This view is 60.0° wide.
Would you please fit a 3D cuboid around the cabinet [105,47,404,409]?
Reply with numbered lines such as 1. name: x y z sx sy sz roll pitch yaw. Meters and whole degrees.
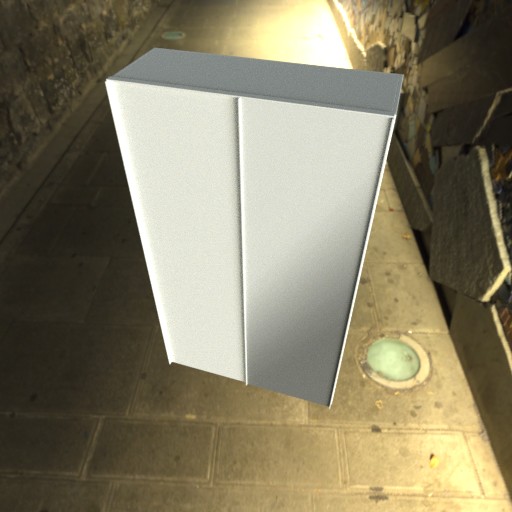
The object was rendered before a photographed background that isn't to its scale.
1. cabinet: 0.000 0.000 2.698 1.250 2.160 0.480 12 44 13
